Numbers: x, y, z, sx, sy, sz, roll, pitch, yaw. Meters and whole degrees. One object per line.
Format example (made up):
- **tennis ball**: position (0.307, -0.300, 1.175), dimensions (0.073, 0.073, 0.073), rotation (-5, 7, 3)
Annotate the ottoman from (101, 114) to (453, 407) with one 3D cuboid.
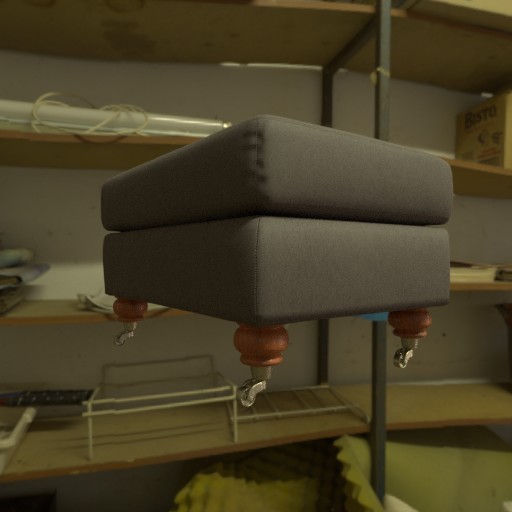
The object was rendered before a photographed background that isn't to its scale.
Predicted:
- **ottoman**: position (0.000, 0.000, 1.120), dimensions (0.574, 0.497, 0.773), rotation (0, 0, -36)
